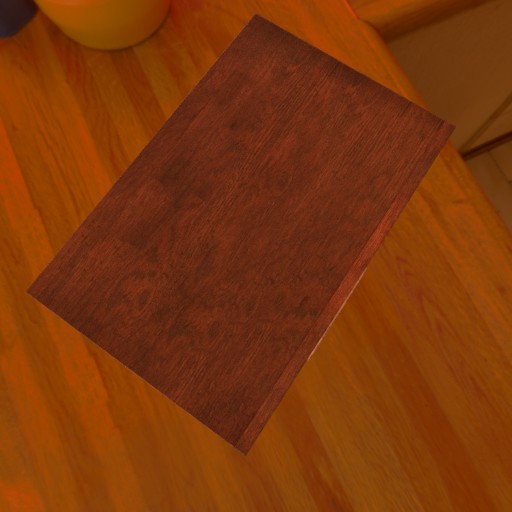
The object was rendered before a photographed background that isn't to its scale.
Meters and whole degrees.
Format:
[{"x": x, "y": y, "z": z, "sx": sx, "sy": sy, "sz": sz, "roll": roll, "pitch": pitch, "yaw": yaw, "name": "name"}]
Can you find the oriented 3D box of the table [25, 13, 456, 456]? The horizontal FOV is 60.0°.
[{"x": 0.000, "y": 0.000, "z": 1.233, "sx": 0.542, "sy": 0.746, "sz": 0.767, "roll": 34, "pitch": 78, "yaw": 8, "name": "table"}]
